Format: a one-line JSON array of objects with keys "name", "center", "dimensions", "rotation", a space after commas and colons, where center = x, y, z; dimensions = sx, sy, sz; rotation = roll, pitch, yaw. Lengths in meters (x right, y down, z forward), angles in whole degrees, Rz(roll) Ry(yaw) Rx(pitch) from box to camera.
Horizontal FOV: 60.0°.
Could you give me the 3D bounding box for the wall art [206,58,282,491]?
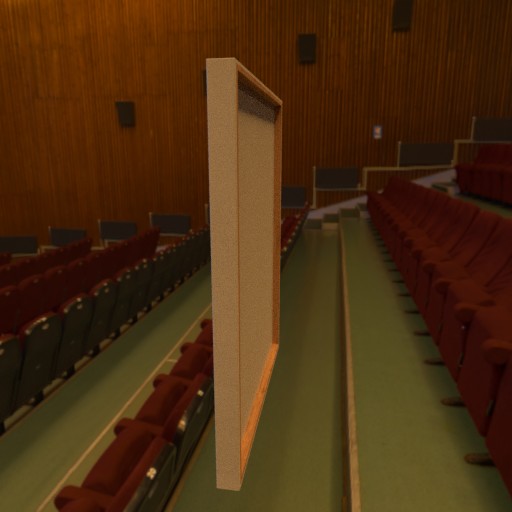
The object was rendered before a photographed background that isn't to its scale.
[{"name": "wall art", "center": [0.000, 0.000, 0.841], "dimensions": [0.037, 0.606, 0.508], "rotation": [2, 14, 9]}]
